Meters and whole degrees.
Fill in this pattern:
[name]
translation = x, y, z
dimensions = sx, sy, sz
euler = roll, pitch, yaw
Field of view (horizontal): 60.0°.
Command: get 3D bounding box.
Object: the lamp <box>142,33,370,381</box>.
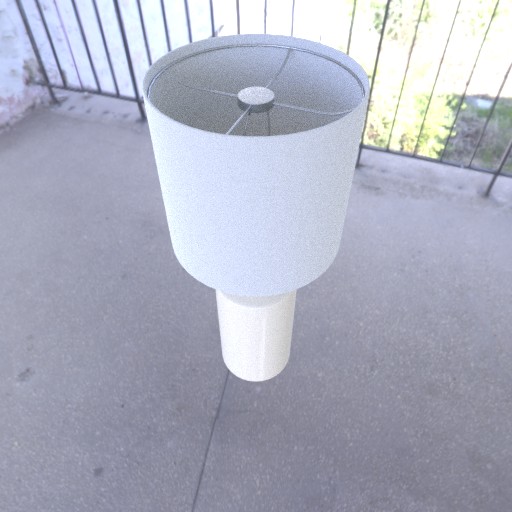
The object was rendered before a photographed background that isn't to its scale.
[lamp]
translation = 0.000, 0.000, 0.596
dimensions = 0.212, 0.493, 0.212
euler = 17, 49, 15
